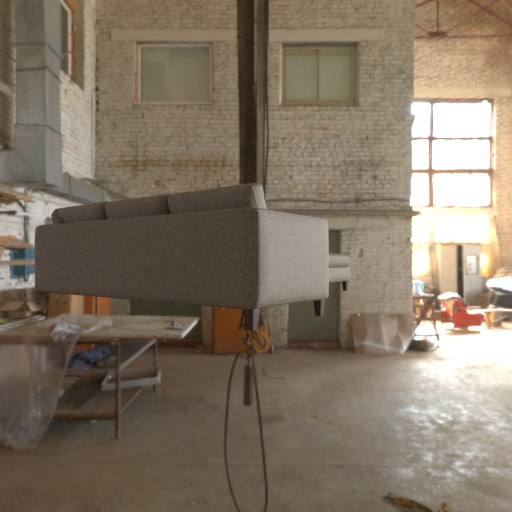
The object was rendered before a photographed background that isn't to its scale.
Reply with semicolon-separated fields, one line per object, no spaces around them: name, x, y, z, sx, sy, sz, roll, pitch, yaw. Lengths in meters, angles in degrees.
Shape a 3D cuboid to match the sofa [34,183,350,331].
sofa;0.000;0.000;4.611;2.551;0.889;3.403;0;0;37
